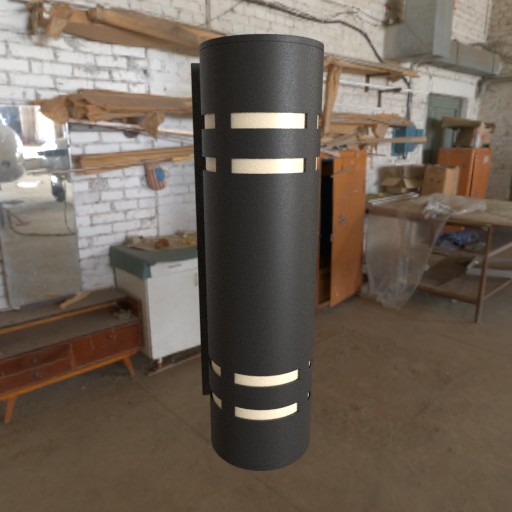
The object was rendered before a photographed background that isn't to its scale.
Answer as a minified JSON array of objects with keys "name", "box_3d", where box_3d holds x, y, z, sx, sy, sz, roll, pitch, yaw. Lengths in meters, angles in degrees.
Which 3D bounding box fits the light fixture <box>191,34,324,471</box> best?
[{"name":"light fixture","box_3d":[0.000,0.000,0.394,0.105,0.330,0.149,-2,15,-8]}]
